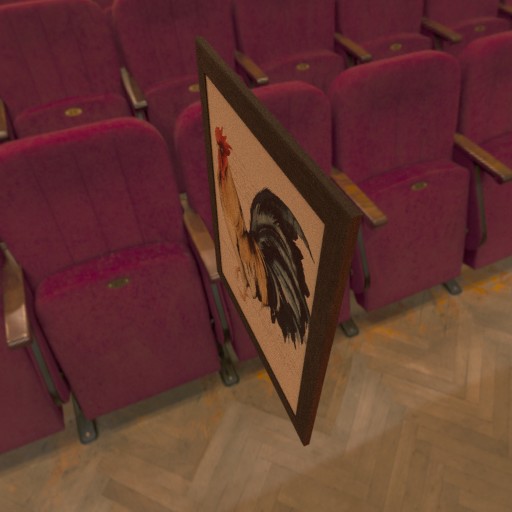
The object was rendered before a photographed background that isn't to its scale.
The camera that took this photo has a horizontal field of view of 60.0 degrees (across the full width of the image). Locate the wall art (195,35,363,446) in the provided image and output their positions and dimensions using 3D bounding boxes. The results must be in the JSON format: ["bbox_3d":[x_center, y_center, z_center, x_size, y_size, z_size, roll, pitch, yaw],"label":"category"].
[{"bbox_3d":[0.000,0.000,0.772,0.013,0.570,0.476,-17,49,-16],"label":"wall art"}]
